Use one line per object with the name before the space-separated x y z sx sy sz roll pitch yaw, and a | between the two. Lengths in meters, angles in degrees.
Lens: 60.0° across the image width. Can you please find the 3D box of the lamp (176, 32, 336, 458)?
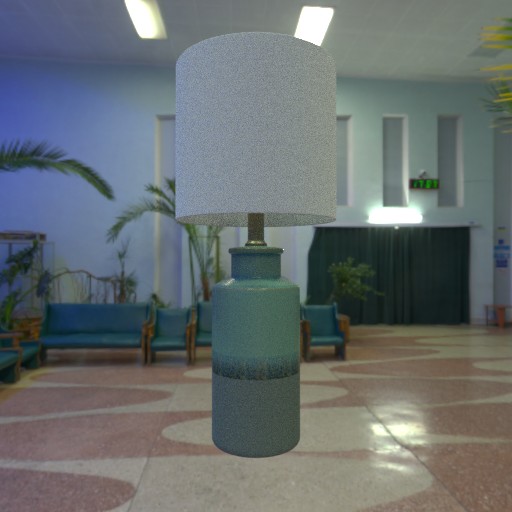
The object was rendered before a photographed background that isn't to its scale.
lamp | 0.000 0.000 0.593 0.212 0.493 0.212 0 0 0
